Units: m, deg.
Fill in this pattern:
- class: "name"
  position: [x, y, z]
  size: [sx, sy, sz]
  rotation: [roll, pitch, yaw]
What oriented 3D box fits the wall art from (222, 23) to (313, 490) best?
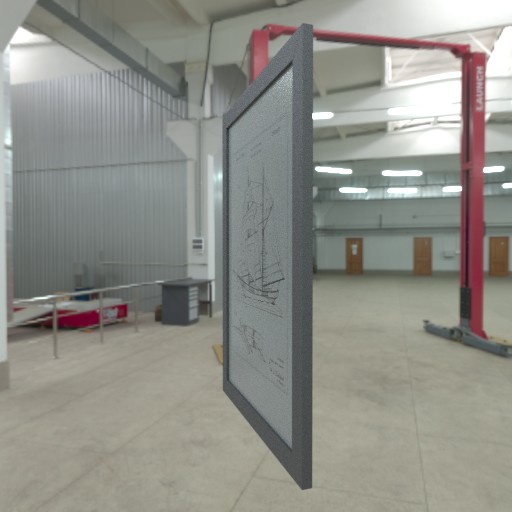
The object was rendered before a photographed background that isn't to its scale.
- class: "wall art"
  position: [0.000, 0.000, 0.688]
  size: [0.013, 0.534, 0.380]
  rotation: [0, 1, -18]
